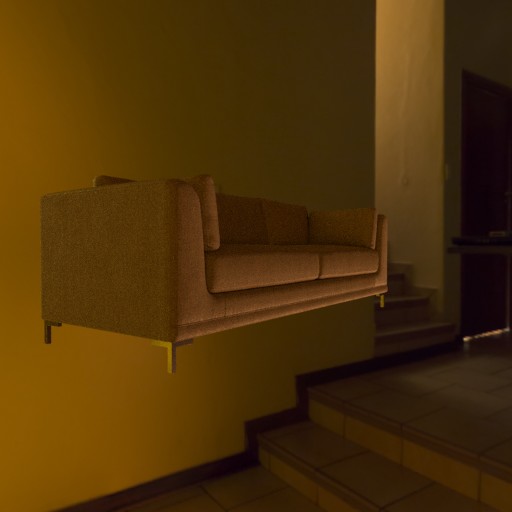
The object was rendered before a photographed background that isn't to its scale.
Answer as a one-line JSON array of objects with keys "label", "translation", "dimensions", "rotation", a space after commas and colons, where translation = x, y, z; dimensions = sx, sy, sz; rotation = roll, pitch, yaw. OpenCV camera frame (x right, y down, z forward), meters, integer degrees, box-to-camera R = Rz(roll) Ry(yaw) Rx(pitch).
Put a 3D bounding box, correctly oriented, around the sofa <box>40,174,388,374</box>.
[{"label": "sofa", "translation": [0.000, 0.000, 2.943], "dimensions": [0.969, 0.867, 2.415], "rotation": [1, 1, 36]}]
